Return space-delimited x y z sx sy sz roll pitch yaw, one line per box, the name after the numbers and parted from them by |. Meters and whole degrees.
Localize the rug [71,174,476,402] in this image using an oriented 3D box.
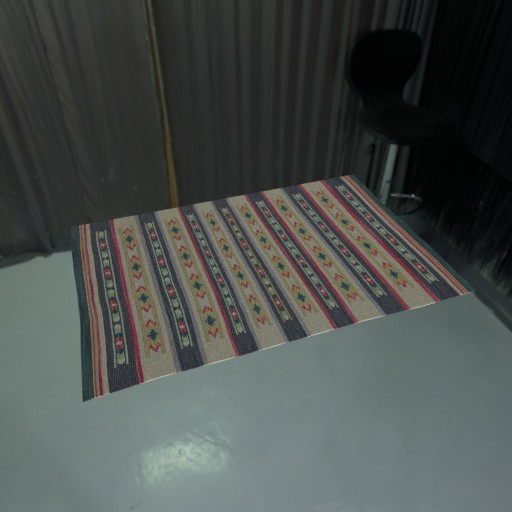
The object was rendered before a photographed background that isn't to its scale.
0.000 0.000 2.953 2.311 0.010 1.522 -13 41 -15 | rug
